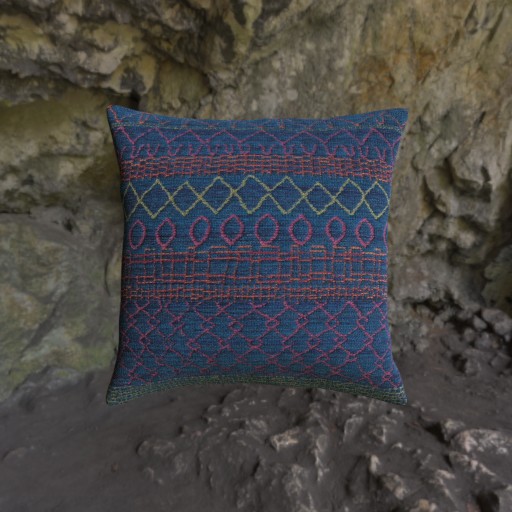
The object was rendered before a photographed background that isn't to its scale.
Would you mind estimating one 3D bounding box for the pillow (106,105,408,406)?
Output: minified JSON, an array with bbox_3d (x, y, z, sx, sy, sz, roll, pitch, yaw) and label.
[{"bbox_3d":[0.000,0.000,0.635,0.431,0.431,0.141,0,1,1],"label":"pillow"}]
